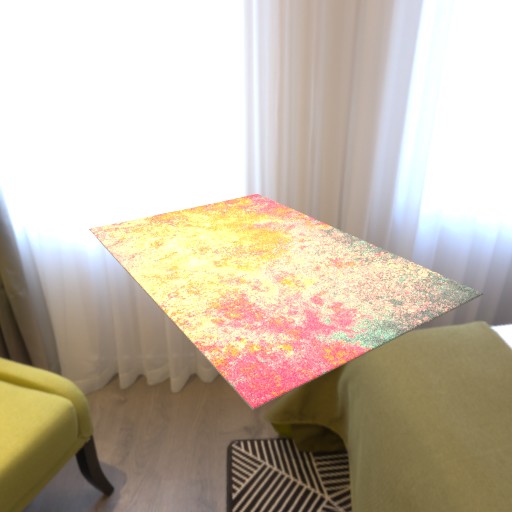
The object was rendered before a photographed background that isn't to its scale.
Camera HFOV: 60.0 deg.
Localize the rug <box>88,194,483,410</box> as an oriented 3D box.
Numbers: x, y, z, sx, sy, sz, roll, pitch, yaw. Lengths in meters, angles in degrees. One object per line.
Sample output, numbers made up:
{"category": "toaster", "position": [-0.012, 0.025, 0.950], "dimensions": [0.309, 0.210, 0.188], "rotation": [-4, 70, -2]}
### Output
{"category": "rug", "position": [0.000, 0.000, 3.759], "dimensions": [2.007, 0.013, 2.896], "rotation": [-16, 30, -31]}
